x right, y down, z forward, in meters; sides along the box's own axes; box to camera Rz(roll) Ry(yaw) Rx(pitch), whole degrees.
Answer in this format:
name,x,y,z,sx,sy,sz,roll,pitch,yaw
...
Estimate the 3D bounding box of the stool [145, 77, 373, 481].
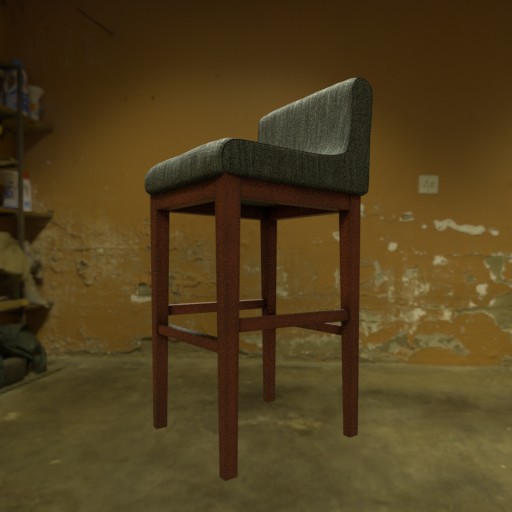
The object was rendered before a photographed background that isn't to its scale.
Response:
name,x,y,z,sx,sy,sz,roll,pitch,yaw
stool,0.000,0.000,1.230,0.499,0.965,0.426,0,0,-36
